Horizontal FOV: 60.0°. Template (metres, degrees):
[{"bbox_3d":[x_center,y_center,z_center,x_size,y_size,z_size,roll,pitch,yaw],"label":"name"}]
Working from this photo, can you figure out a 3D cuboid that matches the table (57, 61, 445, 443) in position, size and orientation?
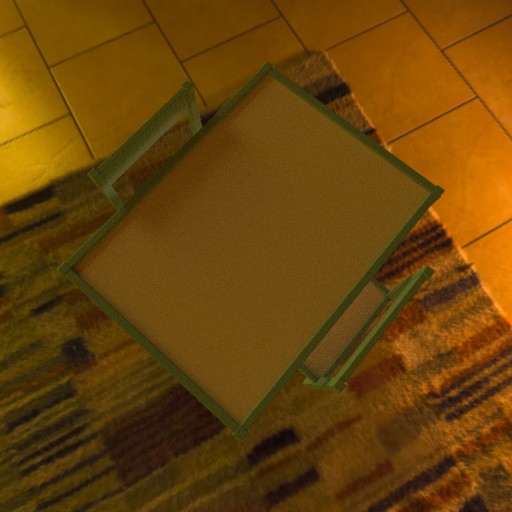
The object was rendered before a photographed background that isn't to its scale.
[{"bbox_3d":[0.000,0.000,1.084,0.633,0.503,0.639,40,78,10],"label":"table"}]
